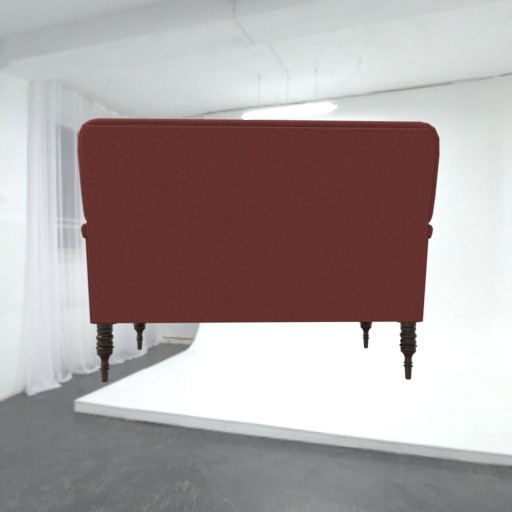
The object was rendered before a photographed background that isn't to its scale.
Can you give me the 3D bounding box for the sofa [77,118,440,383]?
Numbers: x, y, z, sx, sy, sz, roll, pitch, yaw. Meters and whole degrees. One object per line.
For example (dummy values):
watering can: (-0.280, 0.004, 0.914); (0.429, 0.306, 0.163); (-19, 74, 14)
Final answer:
sofa: (0.000, 0.000, 1.814); (1.297, 0.889, 0.779); (0, 0, -2)
